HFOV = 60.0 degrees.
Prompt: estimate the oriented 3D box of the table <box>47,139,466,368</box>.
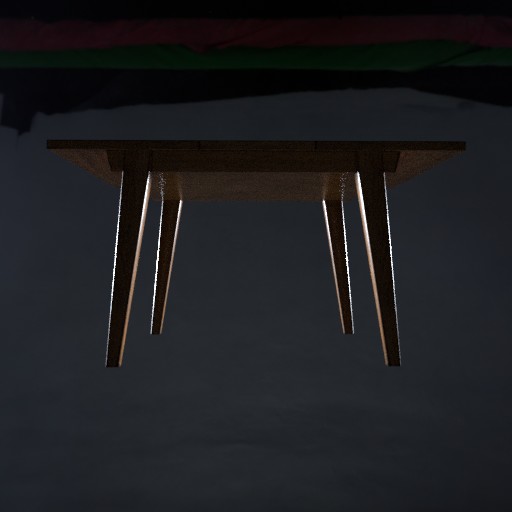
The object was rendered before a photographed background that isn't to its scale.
[{"bbox_3d":[0.000,0.000,1.853,1.400,0.760,0.757,0,-1,-1],"label":"table"}]
